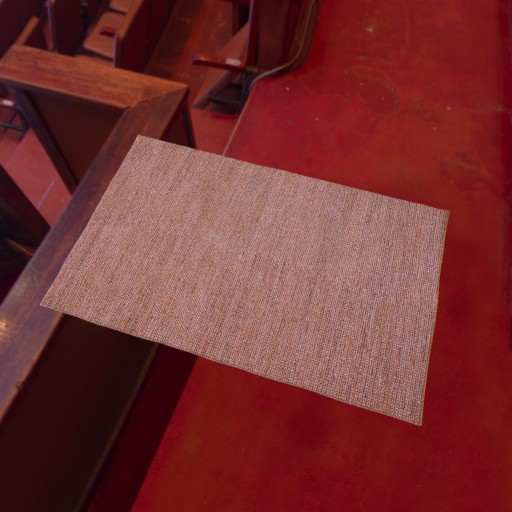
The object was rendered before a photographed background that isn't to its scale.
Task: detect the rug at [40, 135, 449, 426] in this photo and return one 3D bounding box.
[{"bbox_3d":[0.000,0.000,3.015,2.438,0.034,1.521,15,63,8],"label":"rug"}]
